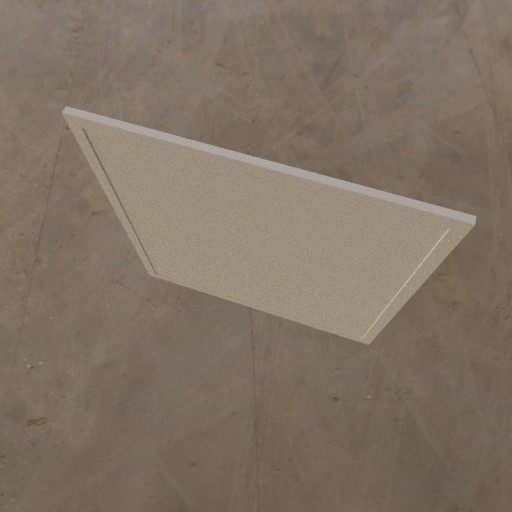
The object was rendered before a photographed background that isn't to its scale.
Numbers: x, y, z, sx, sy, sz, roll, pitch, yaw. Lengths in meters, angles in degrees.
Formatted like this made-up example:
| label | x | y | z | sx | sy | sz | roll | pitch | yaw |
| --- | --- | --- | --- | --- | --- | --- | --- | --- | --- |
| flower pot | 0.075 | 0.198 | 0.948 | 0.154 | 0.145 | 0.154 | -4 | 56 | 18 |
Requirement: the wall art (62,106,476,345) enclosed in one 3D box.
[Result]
| label | x | y | z | sx | sy | sz | roll | pitch | yaw |
| --- | --- | --- | --- | --- | --- | --- | --- | --- | --- |
| wall art | 0.000 | 0.000 | 0.974 | 0.660 | 0.660 | 0.015 | 17 | 65 | 8 |
